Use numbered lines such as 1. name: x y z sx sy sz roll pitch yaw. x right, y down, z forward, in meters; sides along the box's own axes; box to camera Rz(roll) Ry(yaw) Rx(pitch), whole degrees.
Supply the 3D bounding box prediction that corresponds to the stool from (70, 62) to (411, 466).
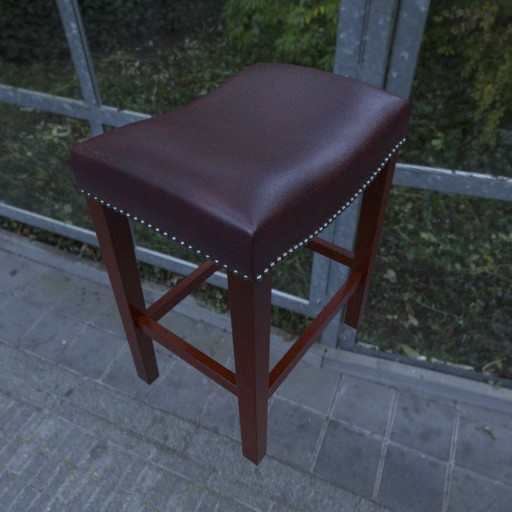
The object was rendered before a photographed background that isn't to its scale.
1. stool: 0.000 0.000 0.949 0.372 0.657 0.504 26 48 27
